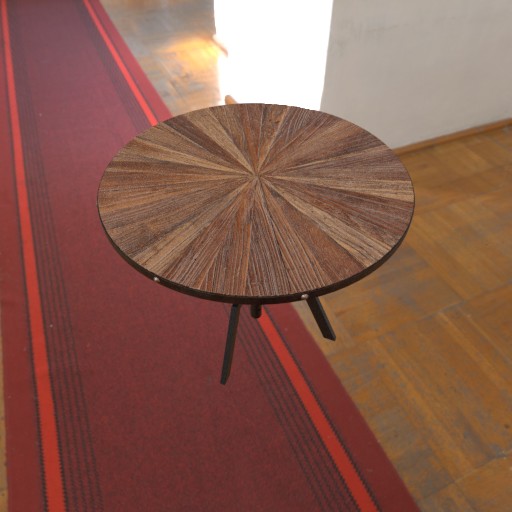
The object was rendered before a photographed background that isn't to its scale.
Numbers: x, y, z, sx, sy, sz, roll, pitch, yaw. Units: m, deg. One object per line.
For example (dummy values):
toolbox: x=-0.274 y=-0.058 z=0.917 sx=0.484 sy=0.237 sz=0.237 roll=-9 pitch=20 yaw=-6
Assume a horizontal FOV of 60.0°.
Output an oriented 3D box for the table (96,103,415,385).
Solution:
table: x=0.000 y=0.000 z=1.505 sx=0.885 sy=0.658 sz=0.885 roll=0 pitch=46 yaw=0
